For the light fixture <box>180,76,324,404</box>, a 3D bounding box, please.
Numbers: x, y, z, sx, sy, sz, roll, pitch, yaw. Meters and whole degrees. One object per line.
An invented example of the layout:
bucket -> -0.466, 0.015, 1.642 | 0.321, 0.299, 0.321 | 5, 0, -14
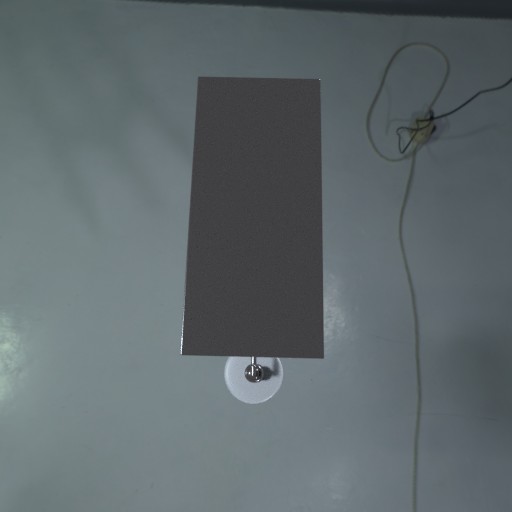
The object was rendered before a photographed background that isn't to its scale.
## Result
light fixture -> 0.000, 0.000, 0.862 | 0.177, 0.557, 0.582 | 1, 76, 0
